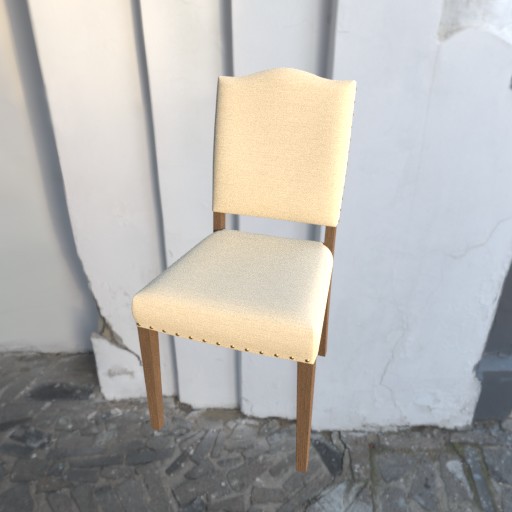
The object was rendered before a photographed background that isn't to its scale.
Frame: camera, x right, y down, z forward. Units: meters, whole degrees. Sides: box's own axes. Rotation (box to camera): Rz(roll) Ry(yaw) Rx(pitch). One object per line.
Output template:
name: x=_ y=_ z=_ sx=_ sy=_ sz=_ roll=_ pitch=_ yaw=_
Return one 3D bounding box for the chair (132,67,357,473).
chair: x=0.000 y=0.000 z=1.345 sx=0.508 sy=1.015 sz=0.619 roll=9 pitch=29 yaw=16
